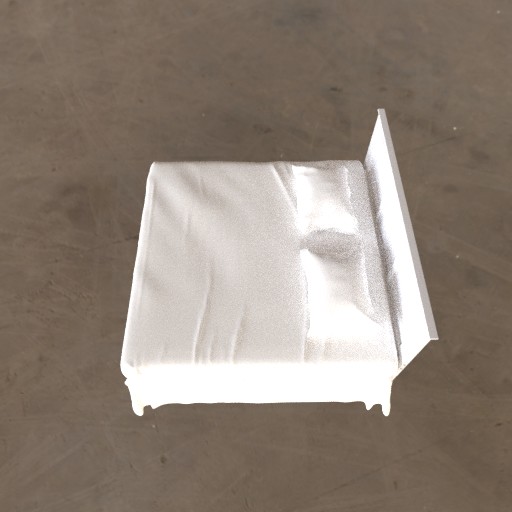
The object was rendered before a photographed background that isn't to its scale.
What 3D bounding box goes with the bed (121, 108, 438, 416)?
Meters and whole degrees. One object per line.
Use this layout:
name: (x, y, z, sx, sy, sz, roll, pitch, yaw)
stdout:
bed: (0.000, 0.000, 3.664, 2.215, 1.273, 2.317, 0, 59, 0)
